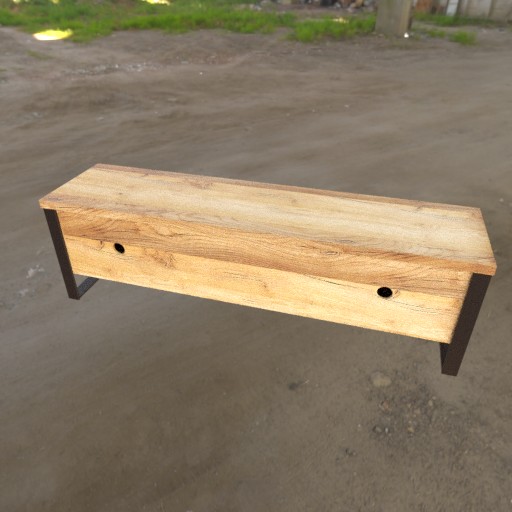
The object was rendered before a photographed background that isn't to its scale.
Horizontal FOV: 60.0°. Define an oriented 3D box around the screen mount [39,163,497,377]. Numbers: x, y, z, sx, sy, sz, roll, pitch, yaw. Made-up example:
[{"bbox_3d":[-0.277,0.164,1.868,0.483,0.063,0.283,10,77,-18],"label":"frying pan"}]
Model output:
[{"bbox_3d":[0.000,0.000,1.704,1.524,0.450,0.395,9,34,14],"label":"screen mount"}]
